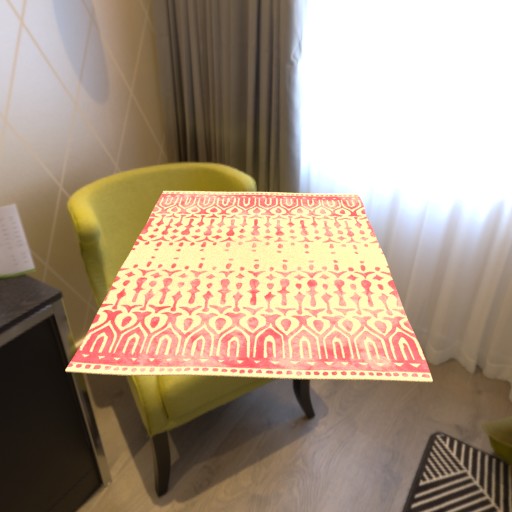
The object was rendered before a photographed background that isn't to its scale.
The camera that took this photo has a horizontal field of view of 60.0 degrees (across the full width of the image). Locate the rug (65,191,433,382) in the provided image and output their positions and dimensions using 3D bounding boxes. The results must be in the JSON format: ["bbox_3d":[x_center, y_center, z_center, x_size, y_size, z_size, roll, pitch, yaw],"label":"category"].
[{"bbox_3d":[0.000,0.000,4.209,2.441,0.016,3.095,1,31,2],"label":"rug"}]
